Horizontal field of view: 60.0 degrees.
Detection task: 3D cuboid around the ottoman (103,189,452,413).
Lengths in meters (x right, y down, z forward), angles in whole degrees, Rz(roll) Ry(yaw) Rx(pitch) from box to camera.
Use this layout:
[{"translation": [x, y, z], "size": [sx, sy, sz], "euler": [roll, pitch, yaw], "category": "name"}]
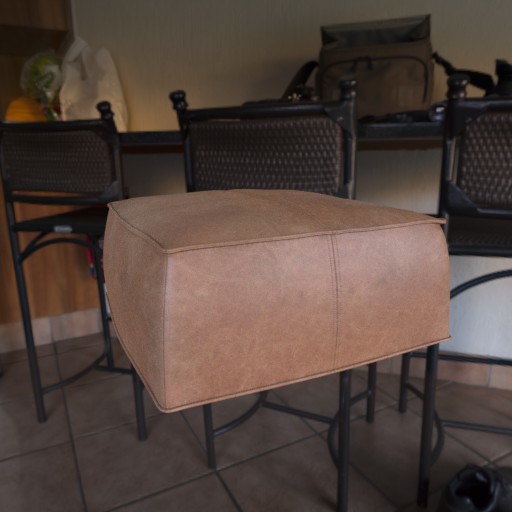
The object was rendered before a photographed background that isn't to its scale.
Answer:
[{"translation": [0.000, 0.000, 1.431], "size": [0.901, 0.395, 0.902], "euler": [-7, 16, -25], "category": "ottoman"}]
